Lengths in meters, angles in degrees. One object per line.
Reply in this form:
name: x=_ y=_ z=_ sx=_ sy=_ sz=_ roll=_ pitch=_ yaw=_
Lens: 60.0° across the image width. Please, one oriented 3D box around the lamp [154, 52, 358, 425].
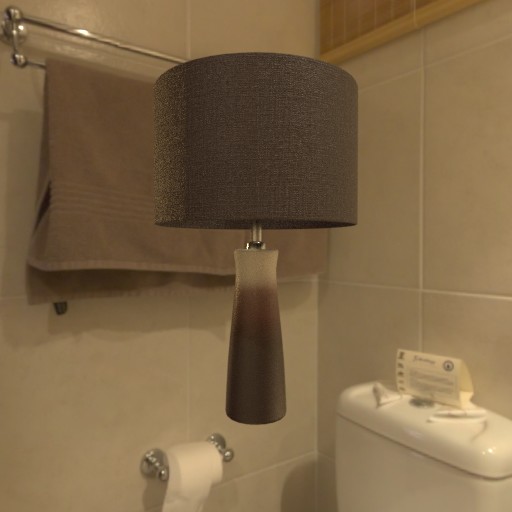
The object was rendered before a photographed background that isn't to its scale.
lamp: x=0.000 y=0.000 z=0.679 sx=0.303 sy=0.488 sz=0.303 roll=0 pitch=1 yaw=0
